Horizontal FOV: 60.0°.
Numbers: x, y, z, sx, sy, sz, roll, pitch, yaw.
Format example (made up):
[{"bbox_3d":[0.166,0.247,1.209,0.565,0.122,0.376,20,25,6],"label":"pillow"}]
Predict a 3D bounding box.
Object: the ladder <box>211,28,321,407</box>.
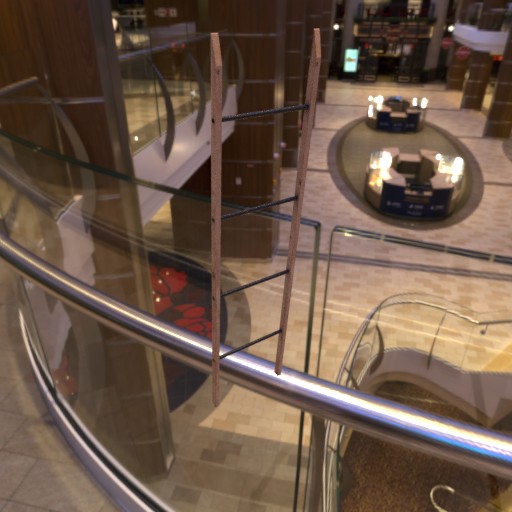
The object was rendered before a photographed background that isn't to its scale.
[{"bbox_3d":[0.000,0.000,1.982,0.442,1.805,0.200,-18,35,-29],"label":"ladder"}]
